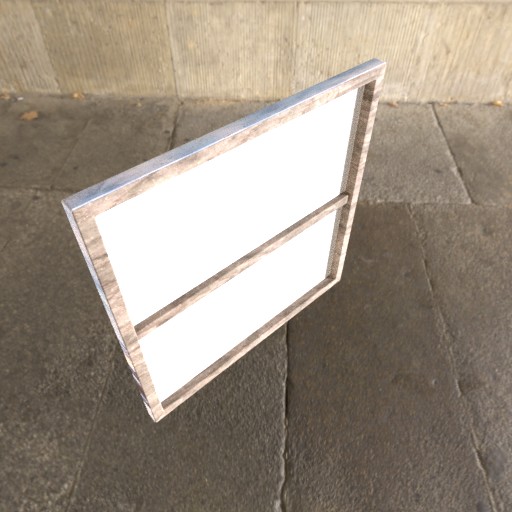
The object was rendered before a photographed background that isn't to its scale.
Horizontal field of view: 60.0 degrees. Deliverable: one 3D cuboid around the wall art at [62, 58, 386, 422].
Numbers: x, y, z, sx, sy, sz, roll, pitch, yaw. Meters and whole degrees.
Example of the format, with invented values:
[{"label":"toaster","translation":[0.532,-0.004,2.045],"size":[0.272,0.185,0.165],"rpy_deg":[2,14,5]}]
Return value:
[{"label":"wall art","translation":[0.000,0.000,1.088],"size":[0.747,0.747,0.035],"rpy_deg":[-33,55,-27]}]
